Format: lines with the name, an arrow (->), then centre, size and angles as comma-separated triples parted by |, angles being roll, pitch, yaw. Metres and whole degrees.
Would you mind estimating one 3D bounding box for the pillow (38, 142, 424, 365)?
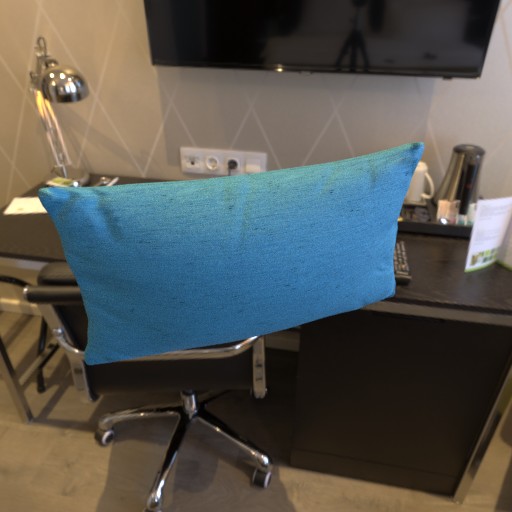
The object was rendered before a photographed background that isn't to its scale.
pillow -> 0.000, 0.000, 0.775 | 0.633, 0.338, 0.210 | -10, 34, -16
